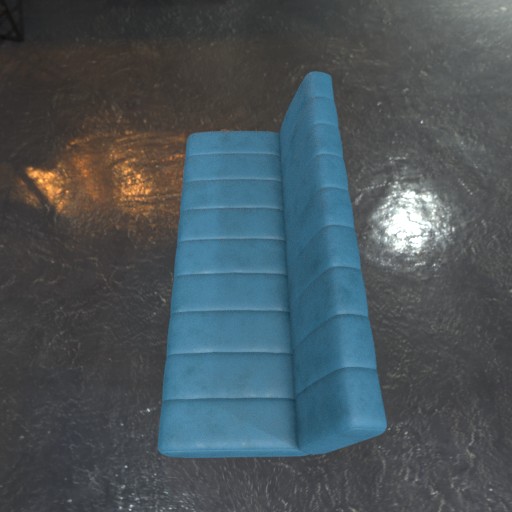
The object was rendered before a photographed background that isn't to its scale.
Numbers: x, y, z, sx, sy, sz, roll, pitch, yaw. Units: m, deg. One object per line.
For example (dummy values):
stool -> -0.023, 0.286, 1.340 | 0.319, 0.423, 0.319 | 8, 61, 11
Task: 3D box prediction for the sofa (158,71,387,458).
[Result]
sofa -> 0.000, 0.000, 2.215 | 0.830, 0.825, 1.810 | -1, 58, 0
